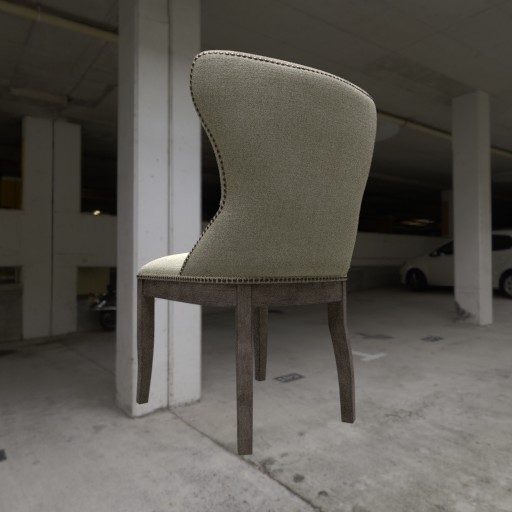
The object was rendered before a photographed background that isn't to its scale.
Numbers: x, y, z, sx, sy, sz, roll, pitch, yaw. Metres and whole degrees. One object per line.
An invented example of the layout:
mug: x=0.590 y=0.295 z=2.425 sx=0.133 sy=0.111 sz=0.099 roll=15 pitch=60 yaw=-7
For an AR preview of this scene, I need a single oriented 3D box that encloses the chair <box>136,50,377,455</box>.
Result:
chair: x=0.000 y=0.000 z=1.414 sx=0.654 sy=1.002 sz=0.681 roll=1 pitch=-1 yaw=-36
